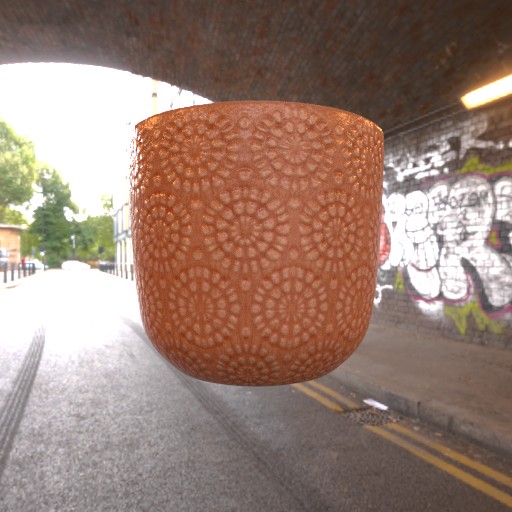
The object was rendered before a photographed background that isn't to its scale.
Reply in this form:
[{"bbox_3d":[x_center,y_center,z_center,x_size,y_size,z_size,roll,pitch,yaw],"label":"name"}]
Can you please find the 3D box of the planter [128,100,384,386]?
[{"bbox_3d":[0.000,0.000,0.374,0.208,0.190,0.208,0,0,0],"label":"planter"}]
